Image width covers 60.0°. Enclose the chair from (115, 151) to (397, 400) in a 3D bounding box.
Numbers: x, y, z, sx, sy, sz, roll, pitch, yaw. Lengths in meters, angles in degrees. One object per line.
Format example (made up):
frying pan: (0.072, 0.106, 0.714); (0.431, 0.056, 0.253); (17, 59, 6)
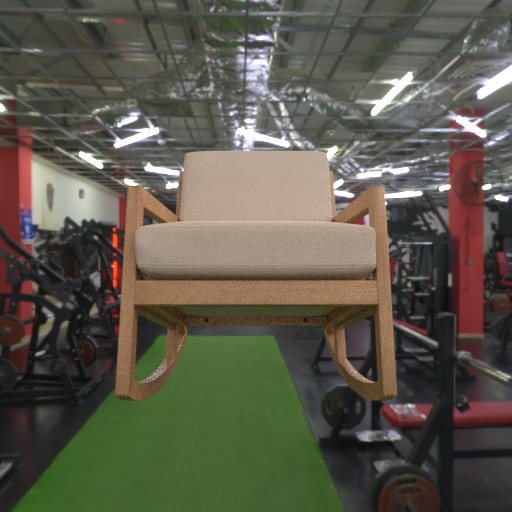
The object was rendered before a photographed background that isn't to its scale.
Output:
chair: (0.000, 0.000, 1.396); (0.622, 0.790, 0.857); (0, 2, 0)
